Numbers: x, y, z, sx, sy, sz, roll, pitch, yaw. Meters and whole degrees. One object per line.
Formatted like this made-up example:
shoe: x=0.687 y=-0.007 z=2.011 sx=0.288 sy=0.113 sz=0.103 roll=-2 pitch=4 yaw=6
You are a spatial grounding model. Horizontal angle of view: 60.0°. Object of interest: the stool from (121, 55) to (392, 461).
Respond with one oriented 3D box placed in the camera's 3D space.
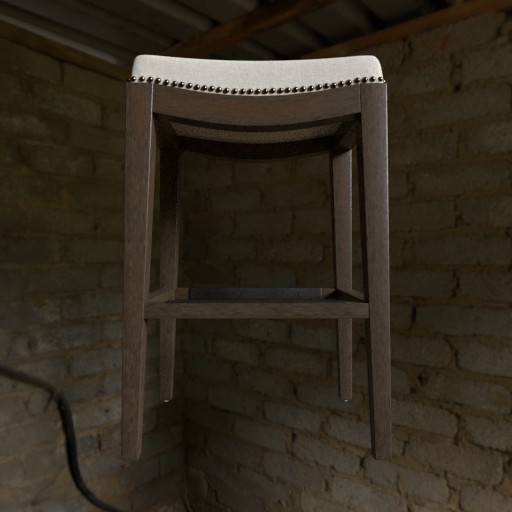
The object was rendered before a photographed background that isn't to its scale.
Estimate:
stool: x=0.000 y=0.000 z=0.989 sx=0.498 sy=0.759 sz=0.358 roll=0 pitch=1 yaw=0
